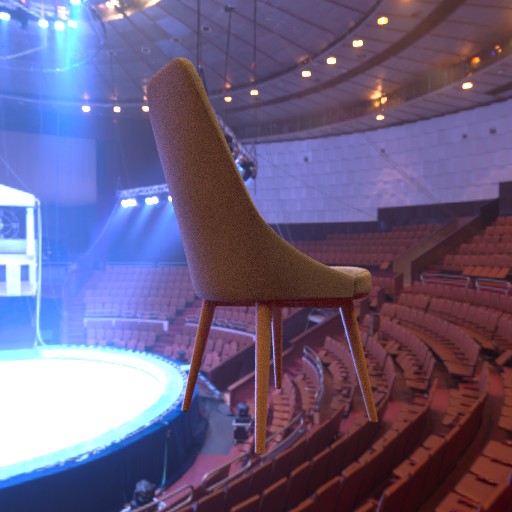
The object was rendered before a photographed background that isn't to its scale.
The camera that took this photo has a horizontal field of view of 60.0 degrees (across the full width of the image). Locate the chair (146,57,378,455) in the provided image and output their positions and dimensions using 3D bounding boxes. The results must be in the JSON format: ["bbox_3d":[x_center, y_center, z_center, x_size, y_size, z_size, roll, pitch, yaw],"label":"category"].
[{"bbox_3d":[0.000,0.000,1.410,0.660,1.040,0.510,1,-1,-36],"label":"chair"}]
